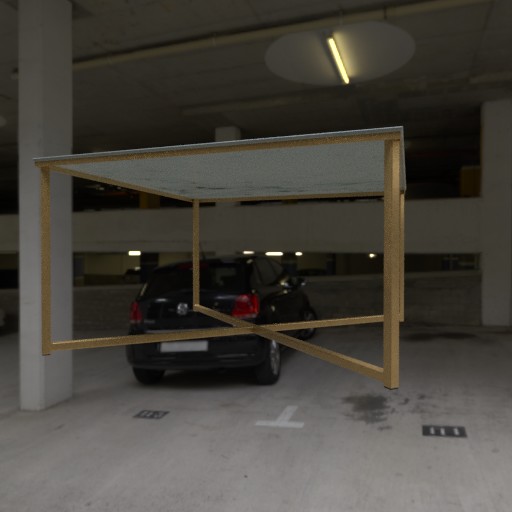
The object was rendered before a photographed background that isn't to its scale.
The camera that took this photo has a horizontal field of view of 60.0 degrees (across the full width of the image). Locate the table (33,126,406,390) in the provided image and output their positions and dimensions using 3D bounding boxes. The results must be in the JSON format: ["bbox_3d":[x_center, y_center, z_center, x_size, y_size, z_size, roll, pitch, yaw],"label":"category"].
[{"bbox_3d":[0.000,0.000,1.258,0.800,0.450,0.800,0,1,19],"label":"table"}]
